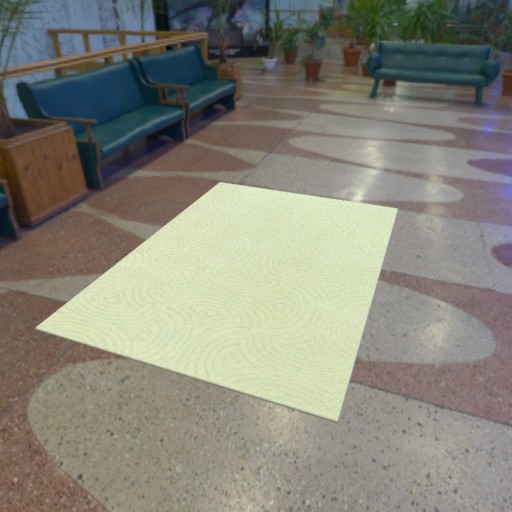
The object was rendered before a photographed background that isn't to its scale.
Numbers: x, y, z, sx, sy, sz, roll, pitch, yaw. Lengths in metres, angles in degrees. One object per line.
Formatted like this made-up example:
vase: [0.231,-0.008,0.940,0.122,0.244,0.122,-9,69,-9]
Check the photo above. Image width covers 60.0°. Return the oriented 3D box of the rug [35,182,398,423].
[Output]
rug: [0.000,0.000,2.818,1.526,0.015,2.132,11,32,18]
